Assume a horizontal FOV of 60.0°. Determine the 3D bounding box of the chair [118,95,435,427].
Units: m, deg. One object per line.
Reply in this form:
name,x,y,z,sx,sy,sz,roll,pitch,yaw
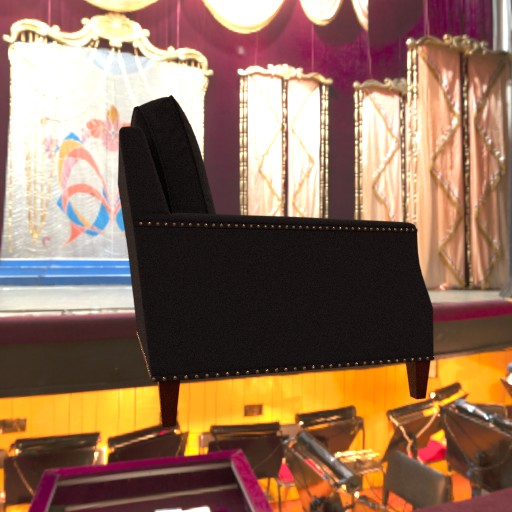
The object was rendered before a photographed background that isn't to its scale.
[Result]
chair,0.000,0.000,1.702,1.014,0.943,0.853,0,-1,-18
